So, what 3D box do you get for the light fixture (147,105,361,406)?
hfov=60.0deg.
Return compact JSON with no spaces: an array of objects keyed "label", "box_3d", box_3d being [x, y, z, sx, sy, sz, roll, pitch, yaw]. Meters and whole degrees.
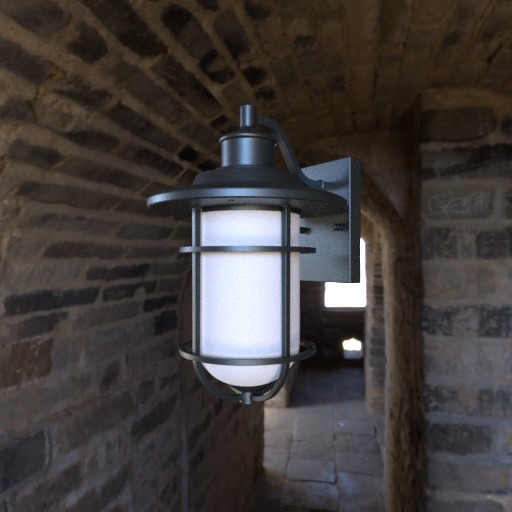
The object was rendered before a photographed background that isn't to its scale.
[{"label":"light fixture","box_3d":[0.000,0.000,0.520,0.252,0.345,0.222,0,-1,-37]}]
